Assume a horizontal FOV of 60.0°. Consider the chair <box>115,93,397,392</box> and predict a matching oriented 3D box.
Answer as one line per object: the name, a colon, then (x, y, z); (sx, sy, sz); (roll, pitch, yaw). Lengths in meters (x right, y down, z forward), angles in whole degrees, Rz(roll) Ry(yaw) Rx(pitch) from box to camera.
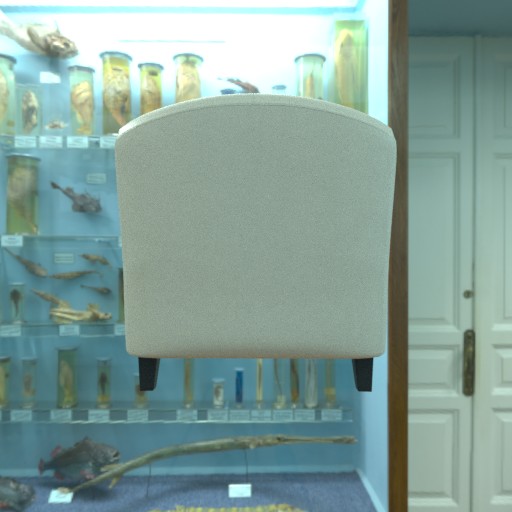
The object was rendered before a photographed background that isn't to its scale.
chair: (0.000, 0.000, 1.361); (0.792, 0.756, 0.727); (0, 0, 1)
